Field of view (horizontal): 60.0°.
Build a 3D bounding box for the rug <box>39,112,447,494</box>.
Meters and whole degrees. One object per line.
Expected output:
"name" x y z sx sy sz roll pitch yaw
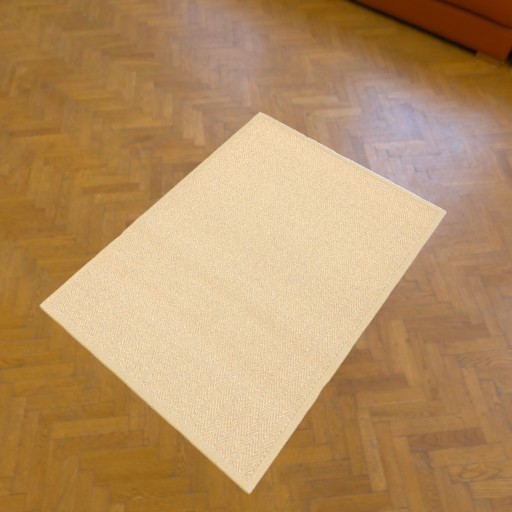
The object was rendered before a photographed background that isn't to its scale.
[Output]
"rug" 0.000 0.000 4.797 2.734 0.037 3.659 34 64 19
